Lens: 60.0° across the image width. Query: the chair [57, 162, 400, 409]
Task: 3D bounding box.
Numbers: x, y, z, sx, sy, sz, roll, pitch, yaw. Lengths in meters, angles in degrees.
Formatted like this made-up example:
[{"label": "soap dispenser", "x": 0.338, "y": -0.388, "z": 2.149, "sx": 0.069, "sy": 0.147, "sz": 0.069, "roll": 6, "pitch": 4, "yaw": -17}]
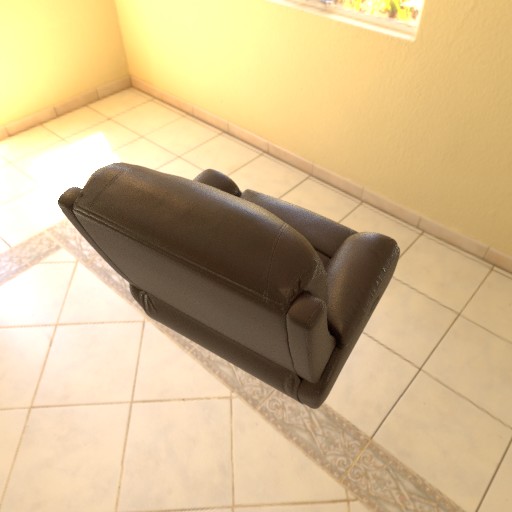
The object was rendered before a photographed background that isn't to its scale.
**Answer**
[{"label": "chair", "x": 0.000, "y": 0.000, "z": 1.709, "sx": 0.930, "sy": 1.011, "sz": 0.899, "roll": 24, "pitch": 51, "yaw": 22}]
